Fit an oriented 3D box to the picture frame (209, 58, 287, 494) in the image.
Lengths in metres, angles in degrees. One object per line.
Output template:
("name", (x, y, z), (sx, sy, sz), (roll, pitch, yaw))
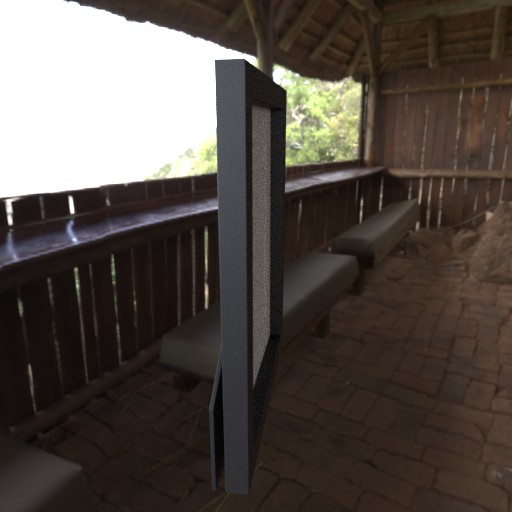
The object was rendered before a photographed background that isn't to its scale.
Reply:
("picture frame", (0.000, 0.000, 0.515), (0.036, 0.383, 0.307), (3, 17, 9))
